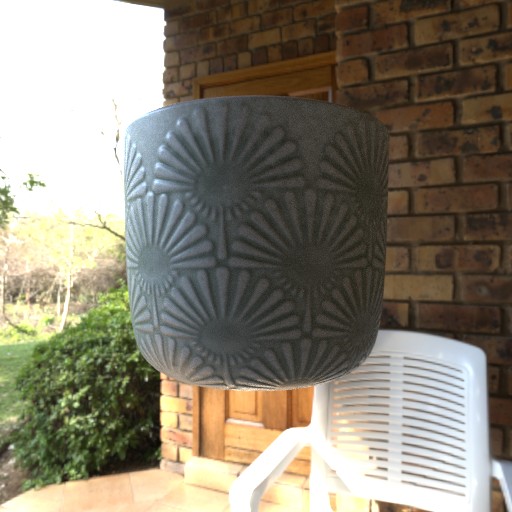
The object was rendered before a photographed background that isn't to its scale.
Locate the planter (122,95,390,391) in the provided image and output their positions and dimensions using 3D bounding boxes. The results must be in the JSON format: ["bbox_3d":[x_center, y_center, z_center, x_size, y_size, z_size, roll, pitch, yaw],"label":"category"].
[{"bbox_3d":[0.000,0.000,0.213,0.124,0.109,0.124,0,-1,0],"label":"planter"}]
